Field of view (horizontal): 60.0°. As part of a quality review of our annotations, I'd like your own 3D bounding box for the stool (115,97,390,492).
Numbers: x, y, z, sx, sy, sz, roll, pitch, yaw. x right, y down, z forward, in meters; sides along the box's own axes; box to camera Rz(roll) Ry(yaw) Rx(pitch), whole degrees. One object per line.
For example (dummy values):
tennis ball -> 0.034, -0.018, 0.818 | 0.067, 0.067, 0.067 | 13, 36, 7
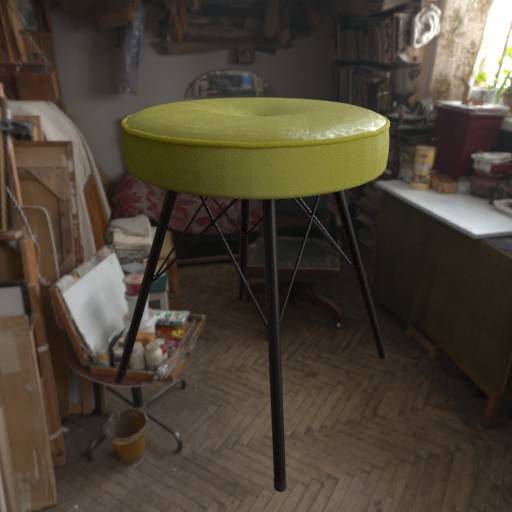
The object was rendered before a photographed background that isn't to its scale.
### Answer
stool -> 0.000, 0.000, 0.794 | 0.409, 0.508, 0.409 | 18, 31, 33
